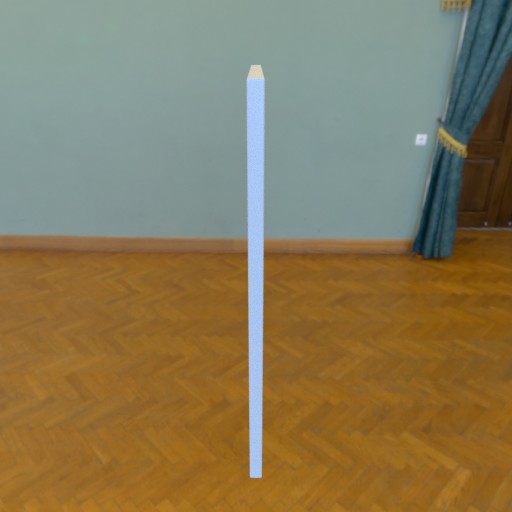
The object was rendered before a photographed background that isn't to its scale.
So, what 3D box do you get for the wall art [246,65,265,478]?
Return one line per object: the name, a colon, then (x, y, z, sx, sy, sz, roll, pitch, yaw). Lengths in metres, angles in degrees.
wall art: (0.000, 0.000, 1.049, 0.026, 0.813, 0.556, 0, 25, 0)
